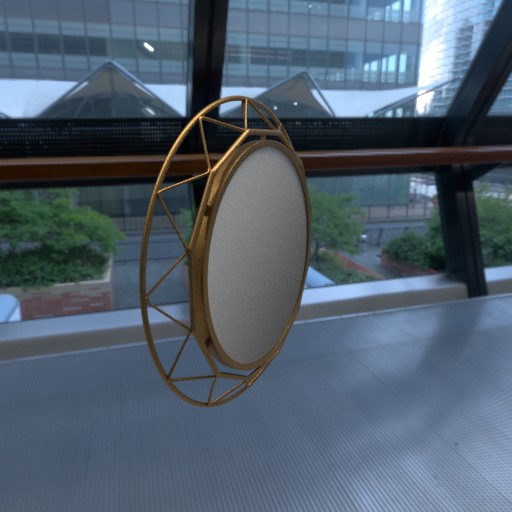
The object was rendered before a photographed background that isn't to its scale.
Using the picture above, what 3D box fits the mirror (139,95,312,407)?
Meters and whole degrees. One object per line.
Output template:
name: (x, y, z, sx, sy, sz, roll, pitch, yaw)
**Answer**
mirror: (0.000, 0.000, 0.663, 0.043, 0.454, 0.454, 8, 16, 28)
